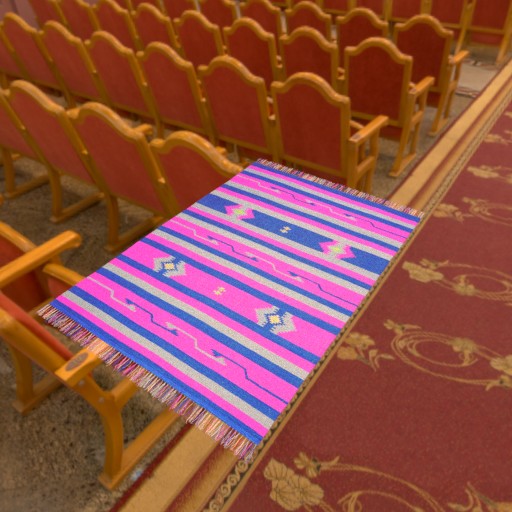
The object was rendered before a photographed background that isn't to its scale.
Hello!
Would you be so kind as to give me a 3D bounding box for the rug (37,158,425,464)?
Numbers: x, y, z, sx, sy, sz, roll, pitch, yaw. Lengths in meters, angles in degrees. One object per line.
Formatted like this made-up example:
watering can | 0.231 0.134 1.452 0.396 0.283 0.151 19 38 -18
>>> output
rug | 0.000 0.000 2.985 1.539 0.013 2.350 24 46 26
